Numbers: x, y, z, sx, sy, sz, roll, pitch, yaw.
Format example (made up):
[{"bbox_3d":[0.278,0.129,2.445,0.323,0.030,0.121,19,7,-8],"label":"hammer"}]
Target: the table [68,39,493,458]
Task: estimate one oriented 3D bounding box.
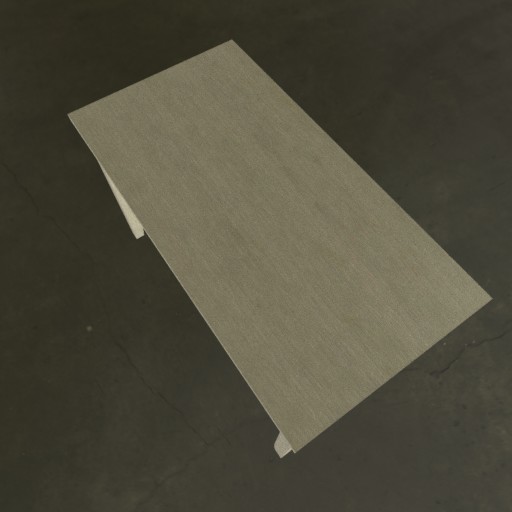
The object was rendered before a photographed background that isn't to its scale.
[{"bbox_3d":[0.000,0.000,1.862,0.729,0.874,1.397,-32,67,-15],"label":"table"}]
